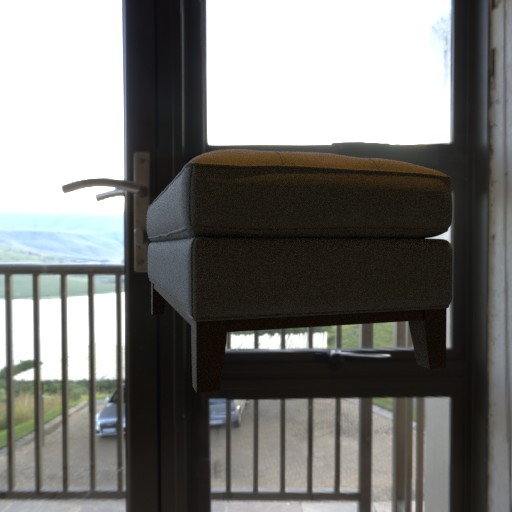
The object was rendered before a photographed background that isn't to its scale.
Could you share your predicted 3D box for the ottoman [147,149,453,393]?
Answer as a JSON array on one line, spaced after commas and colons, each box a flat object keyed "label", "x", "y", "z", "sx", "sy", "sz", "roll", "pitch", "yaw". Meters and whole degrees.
[{"label": "ottoman", "x": 0.000, "y": 0.000, "z": 1.478, "sx": 0.648, "sy": 0.514, "sz": 1.143, "roll": 0, "pitch": 1, "yaw": -18}]
